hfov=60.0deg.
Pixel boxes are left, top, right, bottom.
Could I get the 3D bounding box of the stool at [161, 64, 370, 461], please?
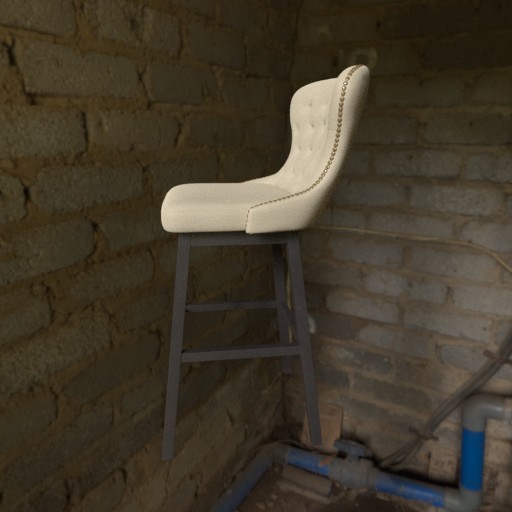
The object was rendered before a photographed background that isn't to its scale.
[{"bbox_3d":[0.000,0.000,1.375,0.605,1.066,0.528,-2,16,-8],"label":"stool"}]
